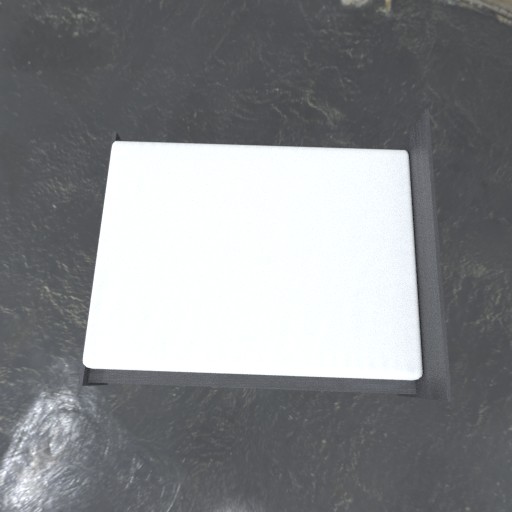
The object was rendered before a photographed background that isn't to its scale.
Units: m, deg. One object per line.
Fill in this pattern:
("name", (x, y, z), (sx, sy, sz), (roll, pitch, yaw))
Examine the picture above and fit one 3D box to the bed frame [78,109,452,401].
("bed frame", (0.000, 0.000, 2.763), (1.960, 0.800, 1.622), (2, 74, 1))
